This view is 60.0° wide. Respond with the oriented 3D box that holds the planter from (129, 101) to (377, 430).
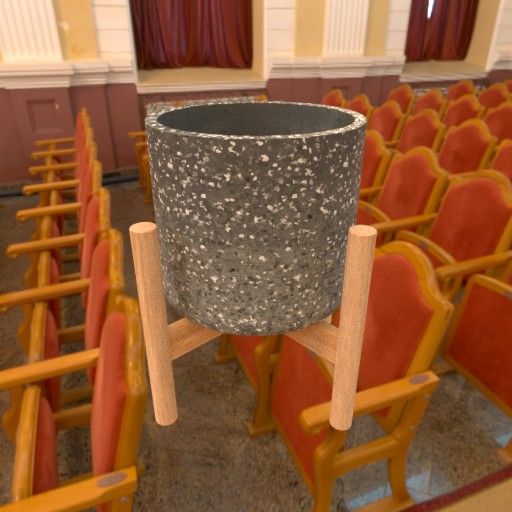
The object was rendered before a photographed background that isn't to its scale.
[{"bbox_3d":[0.000,0.000,0.524,0.284,0.320,0.284,-10,28,-18],"label":"planter"}]
